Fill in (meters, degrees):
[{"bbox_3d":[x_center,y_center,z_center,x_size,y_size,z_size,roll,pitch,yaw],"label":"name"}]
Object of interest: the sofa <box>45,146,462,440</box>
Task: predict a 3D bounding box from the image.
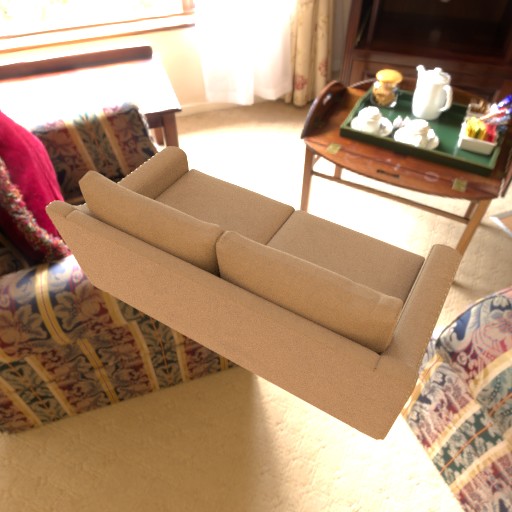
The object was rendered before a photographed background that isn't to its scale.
[{"bbox_3d":[0.000,0.000,2.475,1.967,0.901,1.030,24,51,21],"label":"sofa"}]
